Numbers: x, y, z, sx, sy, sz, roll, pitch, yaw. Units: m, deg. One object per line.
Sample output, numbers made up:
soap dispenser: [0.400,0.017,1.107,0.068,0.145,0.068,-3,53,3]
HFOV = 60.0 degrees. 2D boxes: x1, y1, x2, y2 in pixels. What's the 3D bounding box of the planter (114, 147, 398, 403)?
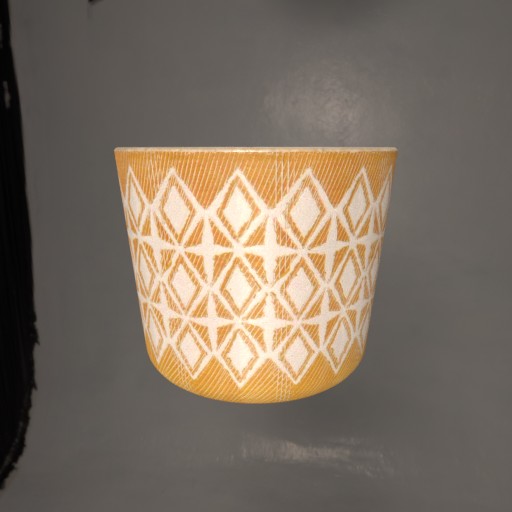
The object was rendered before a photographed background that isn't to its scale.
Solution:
planter: [0.000,0.000,0.219,0.126,0.104,0.126,0,14,0]
